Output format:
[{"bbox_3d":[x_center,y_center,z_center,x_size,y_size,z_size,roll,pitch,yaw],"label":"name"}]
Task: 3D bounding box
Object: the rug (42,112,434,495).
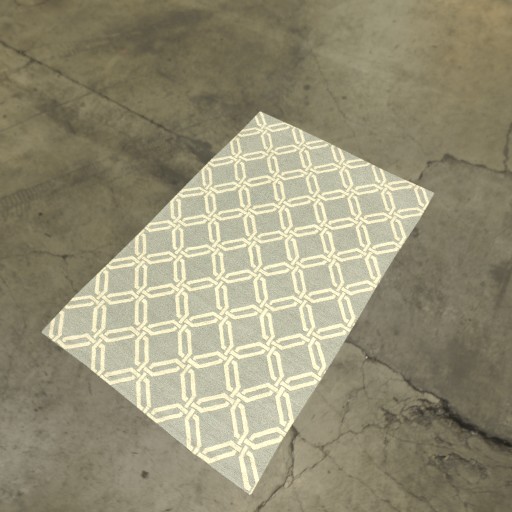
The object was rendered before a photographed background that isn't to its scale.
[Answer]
[{"bbox_3d":[0.000,0.000,2.182,1.148,0.010,1.754,30,63,17],"label":"rug"}]
